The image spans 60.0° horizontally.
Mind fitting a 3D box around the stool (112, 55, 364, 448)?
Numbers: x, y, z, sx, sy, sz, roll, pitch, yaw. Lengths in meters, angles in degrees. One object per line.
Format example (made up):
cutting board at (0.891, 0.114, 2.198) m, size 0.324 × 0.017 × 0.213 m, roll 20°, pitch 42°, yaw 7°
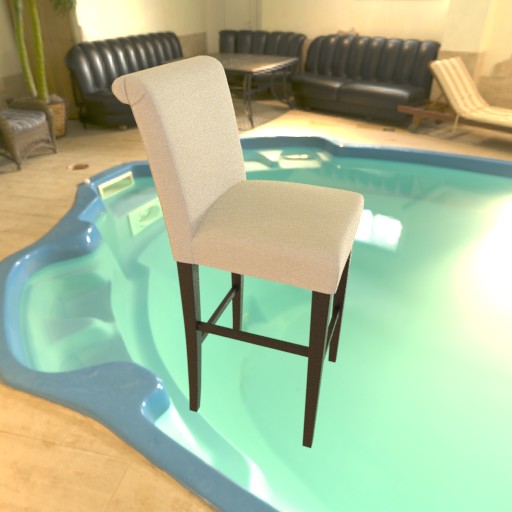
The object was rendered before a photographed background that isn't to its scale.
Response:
stool at (0.000, 0.000, 1.431) m, size 0.597 × 1.124 × 0.452 m, roll 10°, pitch 32°, yaw 17°
